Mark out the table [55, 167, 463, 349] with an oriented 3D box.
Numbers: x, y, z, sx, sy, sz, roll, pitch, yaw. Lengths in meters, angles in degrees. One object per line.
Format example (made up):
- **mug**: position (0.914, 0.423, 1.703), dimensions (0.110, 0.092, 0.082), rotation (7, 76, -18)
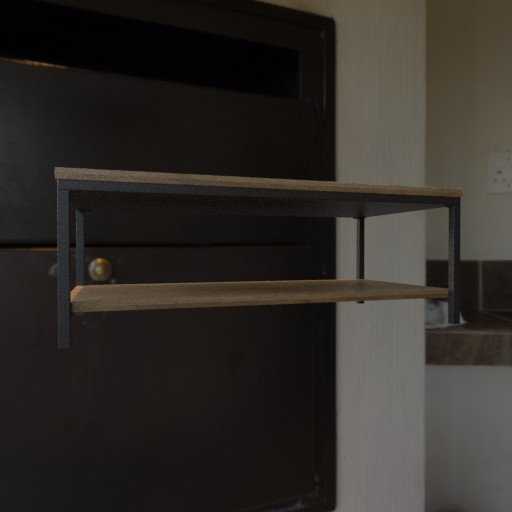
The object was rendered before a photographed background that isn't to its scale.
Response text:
- **table**: position (0.000, 0.000, 1.401), dimensions (1.100, 0.399, 0.551), rotation (0, 1, -18)
